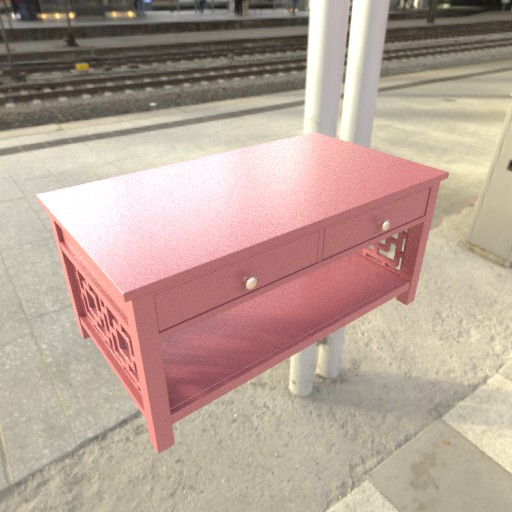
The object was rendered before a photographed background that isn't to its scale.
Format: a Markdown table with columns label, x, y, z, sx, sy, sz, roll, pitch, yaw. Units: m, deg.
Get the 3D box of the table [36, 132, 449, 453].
| label | x | y | z | sx | sy | sz | roll | pitch | yaw |
| --- | --- | --- | --- | --- | --- | --- | --- | --- | --- |
| table | 0.000 | 0.000 | 1.423 | 1.068 | 0.493 | 0.612 | -21 | 37 | -32 |
